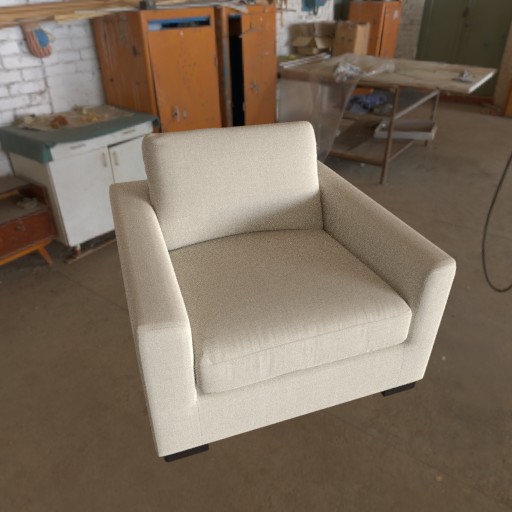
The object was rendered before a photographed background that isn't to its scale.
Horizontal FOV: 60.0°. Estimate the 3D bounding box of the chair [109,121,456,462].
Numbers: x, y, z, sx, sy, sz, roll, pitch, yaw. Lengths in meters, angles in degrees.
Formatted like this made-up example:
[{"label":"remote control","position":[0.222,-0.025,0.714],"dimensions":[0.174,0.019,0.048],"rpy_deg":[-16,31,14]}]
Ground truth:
[{"label":"chair","position":[0.000,0.000,1.844],"dimensions":[1.070,0.876,1.100],"rpy_deg":[-10,33,-16]}]
